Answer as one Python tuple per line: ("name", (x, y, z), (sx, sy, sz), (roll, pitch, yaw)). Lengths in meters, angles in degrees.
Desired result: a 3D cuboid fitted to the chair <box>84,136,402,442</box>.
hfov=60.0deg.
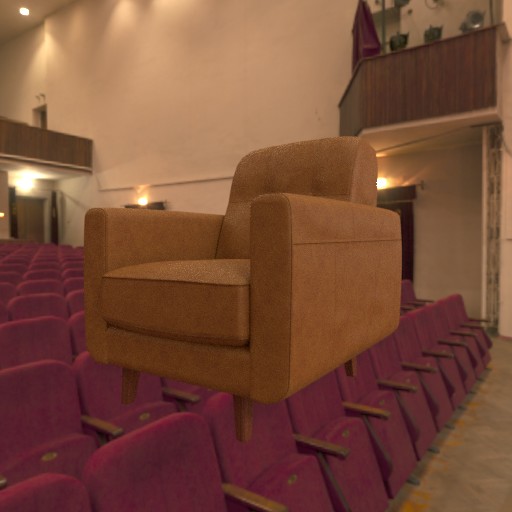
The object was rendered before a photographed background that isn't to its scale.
("chair", (0.000, 0.000, 1.650), (0.845, 0.968, 0.942), (1, 1, 35))
